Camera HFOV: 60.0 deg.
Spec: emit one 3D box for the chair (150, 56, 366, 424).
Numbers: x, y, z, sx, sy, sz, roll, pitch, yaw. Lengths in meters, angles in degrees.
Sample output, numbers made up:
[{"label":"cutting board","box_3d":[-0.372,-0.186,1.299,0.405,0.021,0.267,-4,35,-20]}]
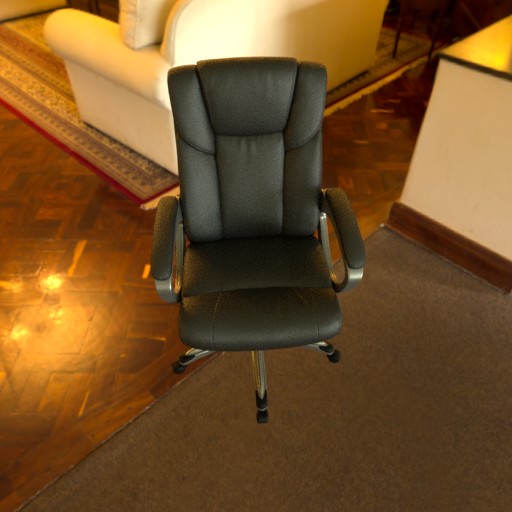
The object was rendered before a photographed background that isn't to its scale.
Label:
[{"label":"chair","box_3d":[0.000,0.000,1.557,0.721,1.130,0.719,-2,45,-2]}]
